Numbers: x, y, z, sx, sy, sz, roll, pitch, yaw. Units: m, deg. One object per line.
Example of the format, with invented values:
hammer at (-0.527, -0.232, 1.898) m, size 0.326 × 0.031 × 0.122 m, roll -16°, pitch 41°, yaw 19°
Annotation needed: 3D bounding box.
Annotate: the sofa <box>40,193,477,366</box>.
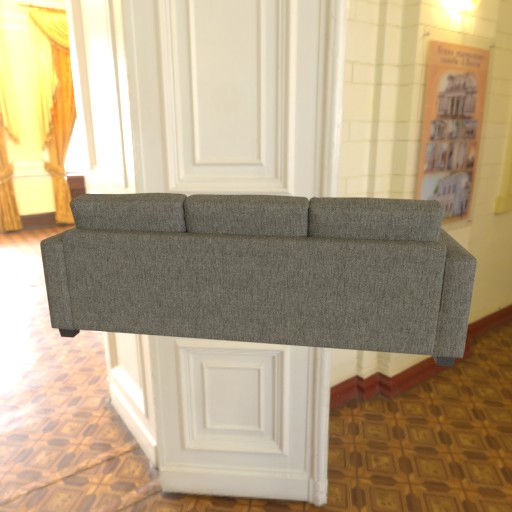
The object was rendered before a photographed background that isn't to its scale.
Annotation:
sofa at (0.000, 0.000, 2.600) m, size 2.160 × 0.800 × 0.900 m, roll 2°, pitch 16°, yaw 9°
